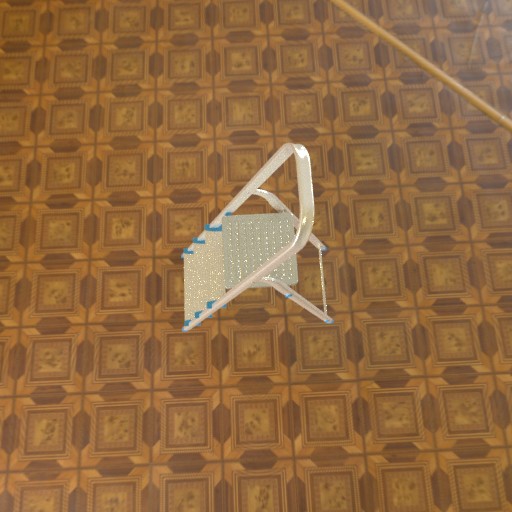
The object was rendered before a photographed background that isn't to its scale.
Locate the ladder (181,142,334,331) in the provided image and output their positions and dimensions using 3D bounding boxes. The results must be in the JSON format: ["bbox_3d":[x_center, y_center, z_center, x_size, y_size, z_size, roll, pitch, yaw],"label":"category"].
[{"bbox_3d":[0.000,0.000,1.825,0.842,1.434,0.445,-3,75,-1],"label":"ladder"}]
